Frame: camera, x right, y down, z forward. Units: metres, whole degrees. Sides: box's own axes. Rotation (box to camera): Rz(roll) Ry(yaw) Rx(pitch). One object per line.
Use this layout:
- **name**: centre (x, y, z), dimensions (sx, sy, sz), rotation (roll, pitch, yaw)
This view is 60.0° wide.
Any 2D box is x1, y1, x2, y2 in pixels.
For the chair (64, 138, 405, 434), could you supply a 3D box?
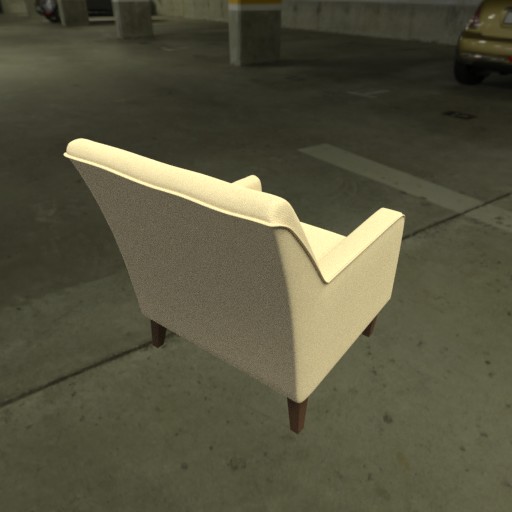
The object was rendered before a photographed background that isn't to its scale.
- **chair**: centre (0.000, 0.000, 1.628), dimensions (0.780, 0.919, 0.899), rotation (21, 37, 31)
